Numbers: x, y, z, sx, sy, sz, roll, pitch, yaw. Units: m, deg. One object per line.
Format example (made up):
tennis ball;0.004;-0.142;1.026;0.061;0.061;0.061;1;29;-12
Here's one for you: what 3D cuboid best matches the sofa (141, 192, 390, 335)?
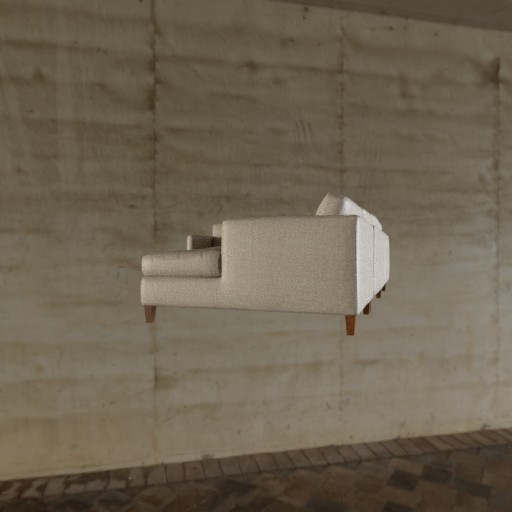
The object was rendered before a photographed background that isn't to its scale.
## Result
sofa;0.000;0.000;4.759;2.594;0.961;3.460;0;1;20
